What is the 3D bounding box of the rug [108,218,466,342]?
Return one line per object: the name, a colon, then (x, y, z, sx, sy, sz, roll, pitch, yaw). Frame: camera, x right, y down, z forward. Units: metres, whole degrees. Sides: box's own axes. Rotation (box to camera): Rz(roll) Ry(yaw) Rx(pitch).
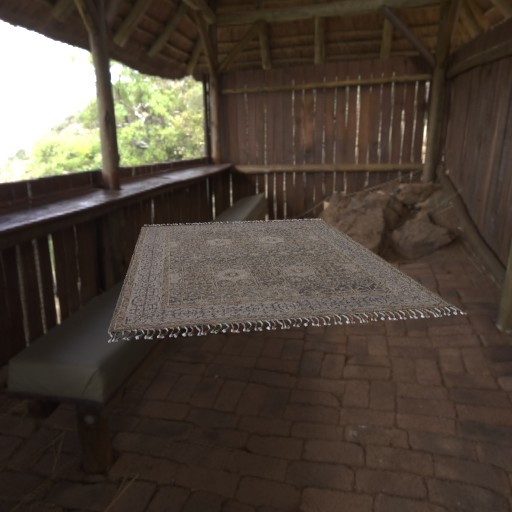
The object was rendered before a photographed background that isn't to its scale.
rug: (0.000, 0.000, 4.438, 2.431, 0.017, 3.291, -3, 17, -9)
